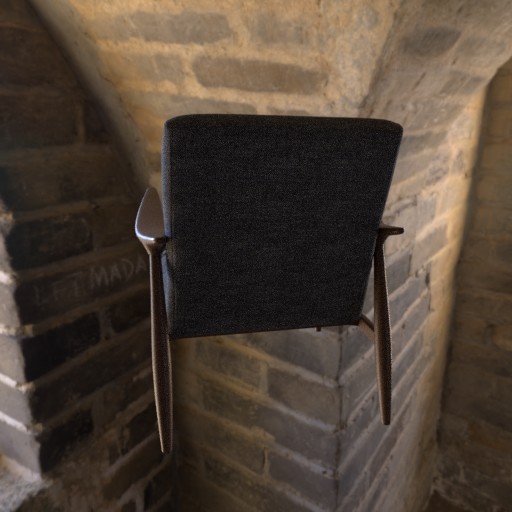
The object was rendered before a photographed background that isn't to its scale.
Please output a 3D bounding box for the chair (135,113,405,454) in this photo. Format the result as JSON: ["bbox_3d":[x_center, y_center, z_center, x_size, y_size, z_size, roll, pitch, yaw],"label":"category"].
[{"bbox_3d":[0.000,0.000,1.437,0.741,0.832,0.798,-3,14,-11],"label":"chair"}]
